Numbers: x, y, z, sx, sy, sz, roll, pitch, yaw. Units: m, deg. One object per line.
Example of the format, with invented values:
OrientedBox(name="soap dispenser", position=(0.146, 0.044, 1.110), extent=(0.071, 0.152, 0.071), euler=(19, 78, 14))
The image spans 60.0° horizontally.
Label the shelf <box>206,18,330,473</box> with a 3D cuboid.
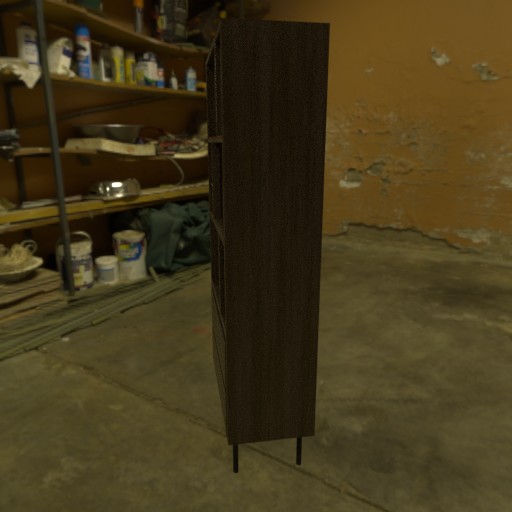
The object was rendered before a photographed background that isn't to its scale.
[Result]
OrientedBox(name="shelf", position=(0.000, 0.000, 1.767), extent=(0.323, 1.545, 0.670), euler=(-2, 14, -10))
